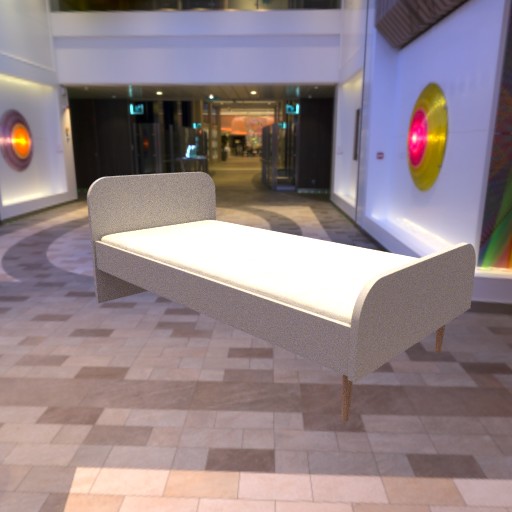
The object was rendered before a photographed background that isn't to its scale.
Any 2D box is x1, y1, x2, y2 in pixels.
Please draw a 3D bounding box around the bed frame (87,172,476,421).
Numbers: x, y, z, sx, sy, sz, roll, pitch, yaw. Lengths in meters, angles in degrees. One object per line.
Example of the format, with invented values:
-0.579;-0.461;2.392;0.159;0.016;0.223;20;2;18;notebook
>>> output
0.000;0.000;2.456;0.998;0.805;1.963;-13;19;-43;bed frame
